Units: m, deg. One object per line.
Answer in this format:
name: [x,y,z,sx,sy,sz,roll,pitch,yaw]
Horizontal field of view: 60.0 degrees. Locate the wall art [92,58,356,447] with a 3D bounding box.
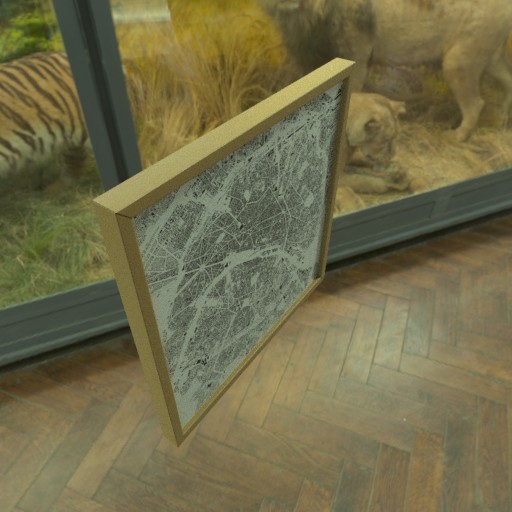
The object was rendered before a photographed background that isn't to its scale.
wall art: [0.000,0.000,0.758,0.036,0.509,0.509,26,49,26]
